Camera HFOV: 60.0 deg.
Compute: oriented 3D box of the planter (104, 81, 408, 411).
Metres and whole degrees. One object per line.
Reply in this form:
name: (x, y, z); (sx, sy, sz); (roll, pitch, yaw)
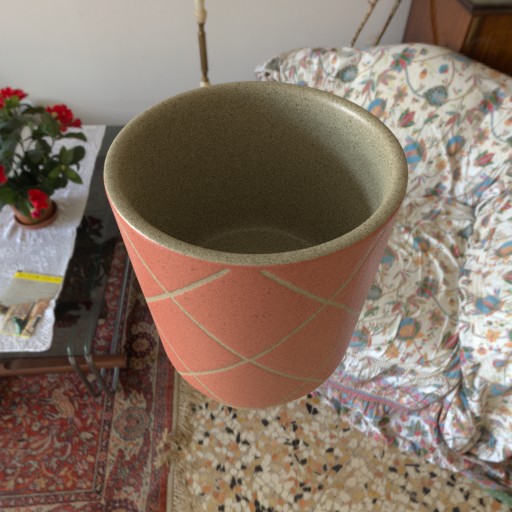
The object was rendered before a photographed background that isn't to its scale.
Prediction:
planter: (0.000, 0.000, 0.357); (0.191, 0.200, 0.191); (0, 48, 0)
